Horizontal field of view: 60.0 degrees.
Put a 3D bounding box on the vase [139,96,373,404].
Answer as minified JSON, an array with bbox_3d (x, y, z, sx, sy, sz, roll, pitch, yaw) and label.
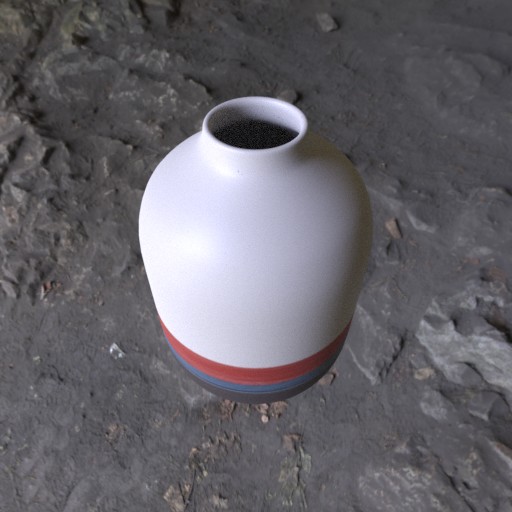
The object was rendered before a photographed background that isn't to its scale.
[{"bbox_3d":[0.000,0.000,0.351,0.169,0.237,0.169,0,47,0],"label":"vase"}]
